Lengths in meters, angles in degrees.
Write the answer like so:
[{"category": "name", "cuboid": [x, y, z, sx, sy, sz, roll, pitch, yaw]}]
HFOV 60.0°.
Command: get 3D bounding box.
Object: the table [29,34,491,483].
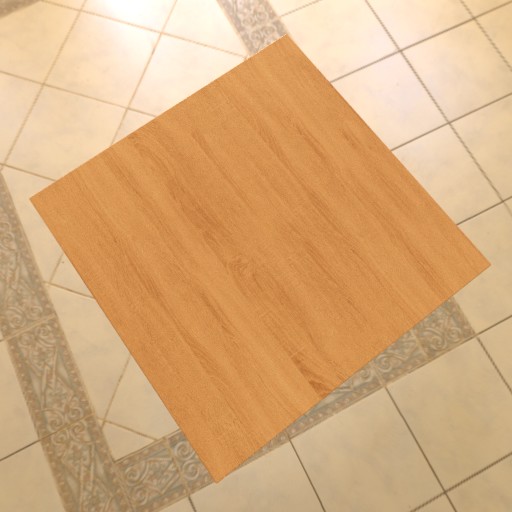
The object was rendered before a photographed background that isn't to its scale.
[{"category": "table", "cuboid": [0.000, 0.000, 1.154, 0.700, 0.450, 0.700, -36, 79, -8]}]
